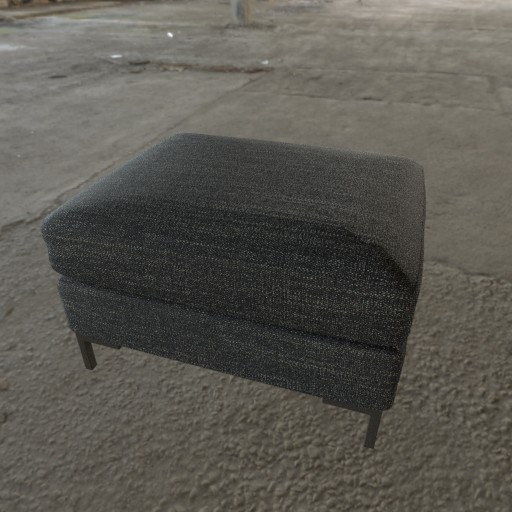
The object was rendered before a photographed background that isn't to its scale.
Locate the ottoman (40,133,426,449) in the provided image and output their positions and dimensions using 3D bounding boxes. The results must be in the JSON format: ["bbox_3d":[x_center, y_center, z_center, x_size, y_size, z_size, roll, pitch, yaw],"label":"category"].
[{"bbox_3d":[0.000,0.000,1.209,0.814,0.491,0.667,10,34,15],"label":"ottoman"}]
